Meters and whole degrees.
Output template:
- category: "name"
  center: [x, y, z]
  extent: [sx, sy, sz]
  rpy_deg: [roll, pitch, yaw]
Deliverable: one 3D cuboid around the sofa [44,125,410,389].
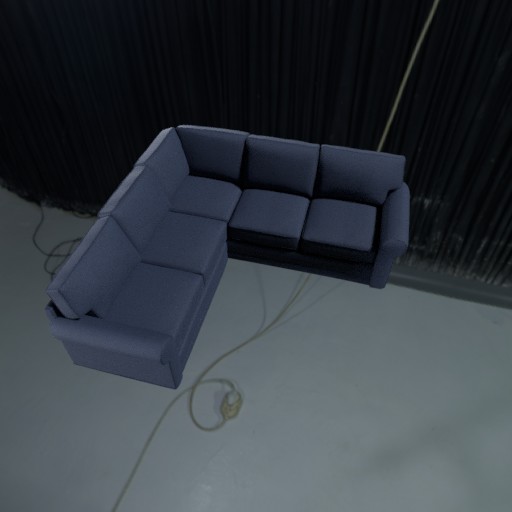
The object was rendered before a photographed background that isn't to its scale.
- category: "sofa"
  center: [0.000, 0.000, 3.917]
  extent: [2.562, 1.042, 2.487]
  rpy_deg: [10, 47, 10]
